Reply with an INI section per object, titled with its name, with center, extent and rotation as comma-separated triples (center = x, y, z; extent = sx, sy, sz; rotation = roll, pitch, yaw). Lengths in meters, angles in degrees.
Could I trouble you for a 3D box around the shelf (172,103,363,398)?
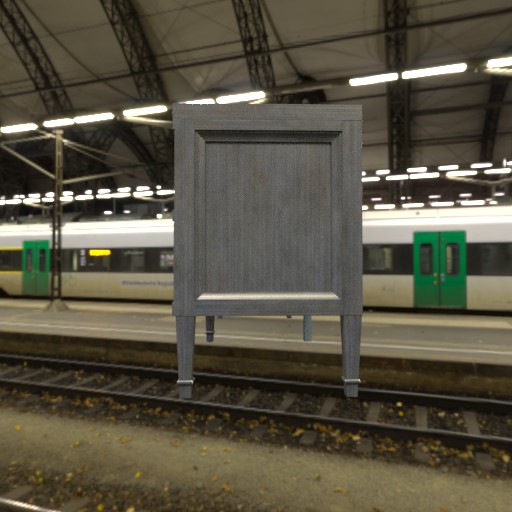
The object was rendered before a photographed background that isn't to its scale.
[shelf]
center = 0.000, 0.000, 1.861
extent = 0.479, 0.719, 1.575
rotation = 0, -1, -1
